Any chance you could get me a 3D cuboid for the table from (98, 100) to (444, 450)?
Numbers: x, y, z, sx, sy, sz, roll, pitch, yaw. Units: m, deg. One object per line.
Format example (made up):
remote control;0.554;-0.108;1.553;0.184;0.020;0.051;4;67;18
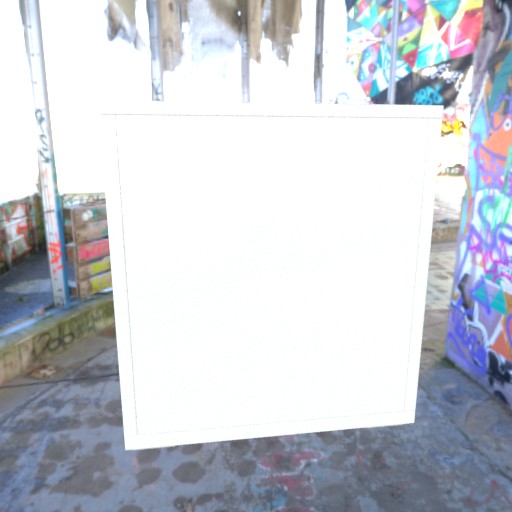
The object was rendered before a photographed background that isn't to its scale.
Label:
table;0.000;0.000;0.776;0.420;0.470;0.400;-2;13;-8
